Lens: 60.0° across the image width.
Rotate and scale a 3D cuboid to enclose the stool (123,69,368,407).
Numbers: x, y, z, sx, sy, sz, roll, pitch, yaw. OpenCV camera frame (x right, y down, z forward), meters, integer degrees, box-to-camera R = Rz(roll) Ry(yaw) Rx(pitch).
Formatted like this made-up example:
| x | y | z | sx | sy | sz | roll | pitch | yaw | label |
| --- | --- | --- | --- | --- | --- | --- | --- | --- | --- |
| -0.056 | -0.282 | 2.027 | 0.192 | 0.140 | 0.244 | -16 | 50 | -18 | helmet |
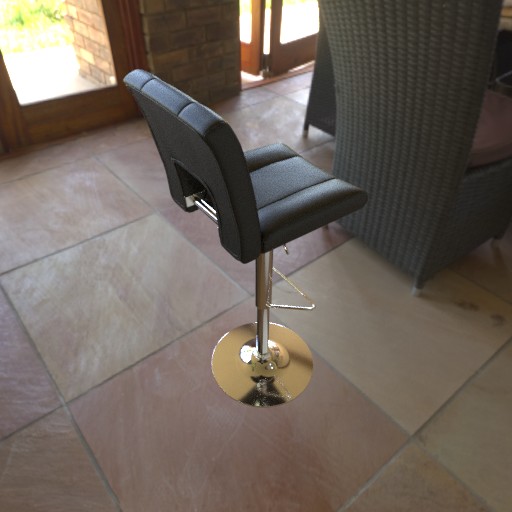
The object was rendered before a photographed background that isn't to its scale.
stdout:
| x | y | z | sx | sy | sz | roll | pitch | yaw | label |
| --- | --- | --- | --- | --- | --- | --- | --- | --- | --- |
| 0.000 | 0.000 | 1.413 | 0.520 | 1.151 | 0.415 | -25 | 46 | -27 | stool |
